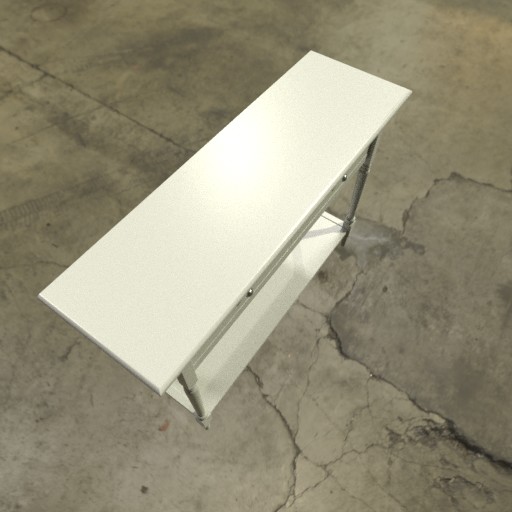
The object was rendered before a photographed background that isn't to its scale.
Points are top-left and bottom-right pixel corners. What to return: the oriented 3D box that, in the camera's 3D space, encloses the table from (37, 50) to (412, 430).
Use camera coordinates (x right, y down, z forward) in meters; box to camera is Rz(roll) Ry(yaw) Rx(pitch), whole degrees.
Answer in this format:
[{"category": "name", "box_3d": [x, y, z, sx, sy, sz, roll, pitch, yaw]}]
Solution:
[{"category": "table", "box_3d": [0.000, 0.000, 1.557, 0.384, 0.808, 1.197, 31, 62, 19]}]
